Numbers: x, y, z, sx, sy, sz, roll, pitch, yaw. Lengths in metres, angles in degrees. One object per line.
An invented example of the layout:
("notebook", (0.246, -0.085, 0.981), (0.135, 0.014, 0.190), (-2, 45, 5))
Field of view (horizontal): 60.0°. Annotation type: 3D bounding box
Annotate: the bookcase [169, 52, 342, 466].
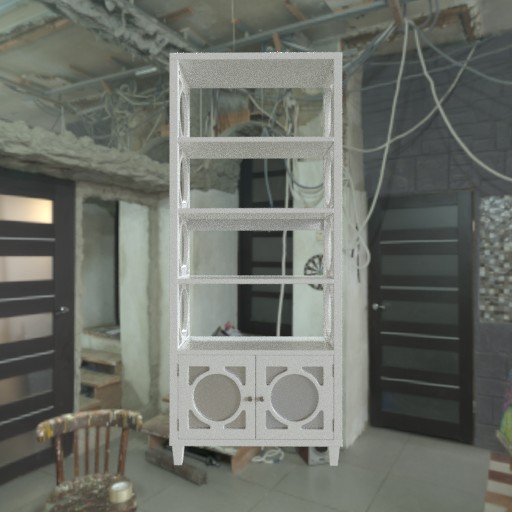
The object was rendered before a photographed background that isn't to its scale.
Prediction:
("bookcase", (0.000, 0.000, 2.110), (0.761, 1.869, 0.361), (0, 0, 1))
